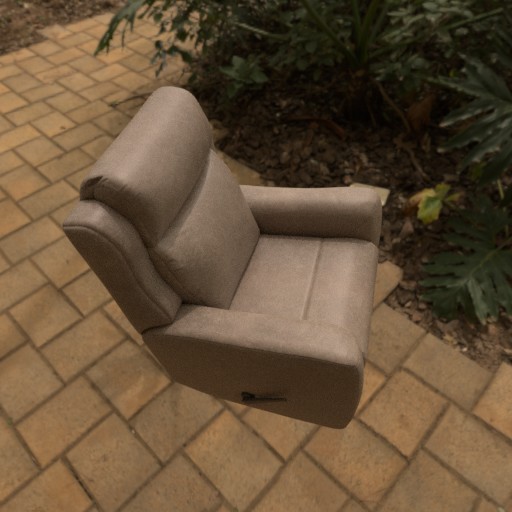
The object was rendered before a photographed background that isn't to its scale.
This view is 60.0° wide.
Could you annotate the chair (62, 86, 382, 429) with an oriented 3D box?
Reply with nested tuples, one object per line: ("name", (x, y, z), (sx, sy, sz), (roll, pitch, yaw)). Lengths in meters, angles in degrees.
("chair", (0.000, 0.000, 1.882), (1.068, 1.116, 0.967), (11, 49, 10))
